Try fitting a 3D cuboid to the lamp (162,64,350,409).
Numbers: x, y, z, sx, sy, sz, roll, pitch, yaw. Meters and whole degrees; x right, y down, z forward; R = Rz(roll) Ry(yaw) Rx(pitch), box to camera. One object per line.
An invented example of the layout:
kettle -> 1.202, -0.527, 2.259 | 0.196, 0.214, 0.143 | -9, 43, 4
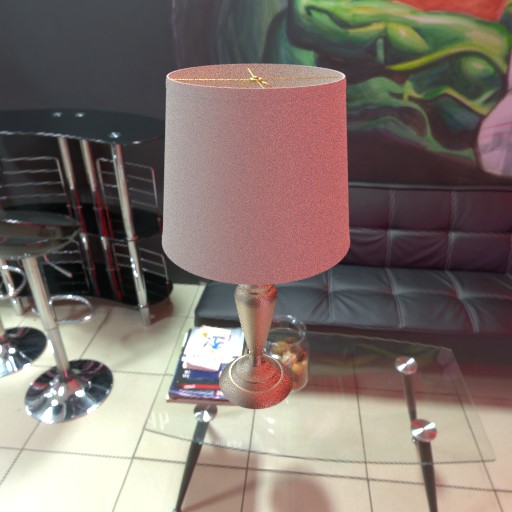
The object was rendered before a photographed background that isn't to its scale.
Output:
lamp -> 0.000, 0.000, 0.809 | 0.328, 0.619, 0.328 | 0, 30, 0
